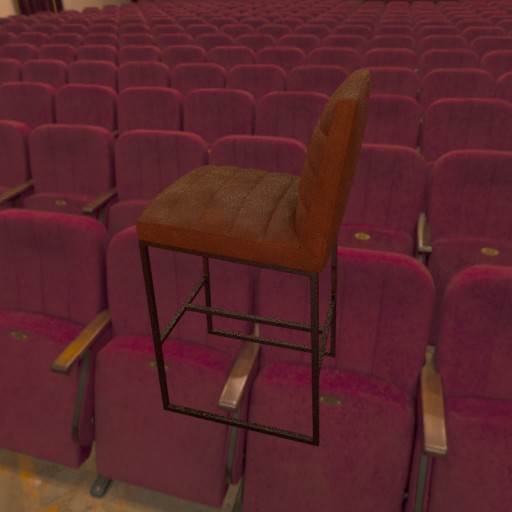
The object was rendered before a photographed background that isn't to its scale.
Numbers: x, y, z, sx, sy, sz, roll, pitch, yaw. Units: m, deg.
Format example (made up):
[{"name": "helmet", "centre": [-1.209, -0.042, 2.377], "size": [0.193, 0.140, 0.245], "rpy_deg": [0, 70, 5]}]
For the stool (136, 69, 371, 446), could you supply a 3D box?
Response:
[{"name": "stool", "centre": [0.000, 0.000, 1.380], "size": [0.562, 1.065, 0.463], "rpy_deg": [8, 31, 14]}]
